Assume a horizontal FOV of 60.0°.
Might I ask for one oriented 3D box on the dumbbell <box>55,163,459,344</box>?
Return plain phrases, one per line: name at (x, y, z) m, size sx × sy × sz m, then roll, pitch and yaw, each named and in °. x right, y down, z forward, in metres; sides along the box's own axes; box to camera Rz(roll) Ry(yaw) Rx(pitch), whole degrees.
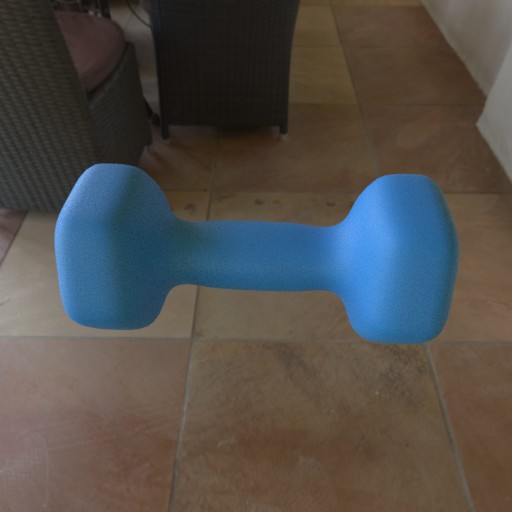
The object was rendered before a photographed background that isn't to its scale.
dumbbell at (0.000, 0.000, 0.186) m, size 0.152 × 0.066 × 0.074 m, roll 3°, pitch 48°, yaw 3°
